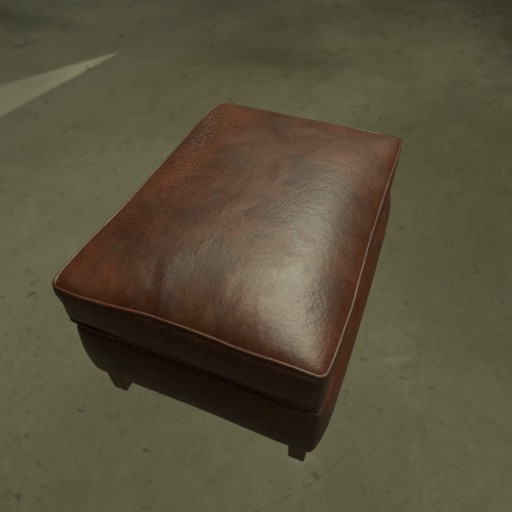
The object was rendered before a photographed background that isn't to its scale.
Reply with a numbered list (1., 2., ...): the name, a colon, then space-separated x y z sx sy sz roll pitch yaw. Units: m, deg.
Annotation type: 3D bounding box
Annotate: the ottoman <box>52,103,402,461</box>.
1. ottoman: 0.000 0.000 0.966 0.501 0.432 0.665 16 48 15
